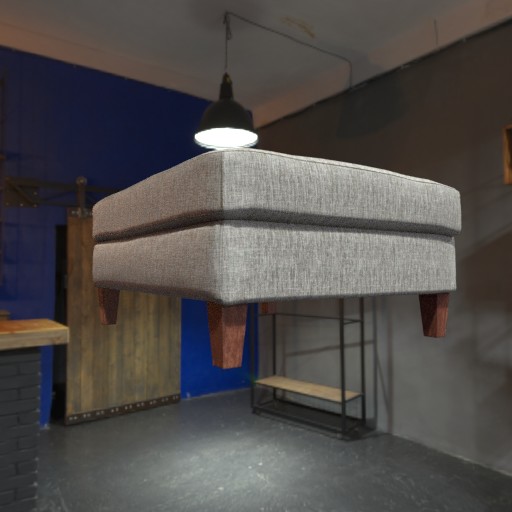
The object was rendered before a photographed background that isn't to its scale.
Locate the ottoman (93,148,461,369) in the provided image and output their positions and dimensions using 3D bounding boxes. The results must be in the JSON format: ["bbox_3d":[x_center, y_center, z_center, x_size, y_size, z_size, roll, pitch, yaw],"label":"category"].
[{"bbox_3d":[0.000,0.000,1.481,0.839,0.492,0.994,1,-2,-34],"label":"ottoman"}]
